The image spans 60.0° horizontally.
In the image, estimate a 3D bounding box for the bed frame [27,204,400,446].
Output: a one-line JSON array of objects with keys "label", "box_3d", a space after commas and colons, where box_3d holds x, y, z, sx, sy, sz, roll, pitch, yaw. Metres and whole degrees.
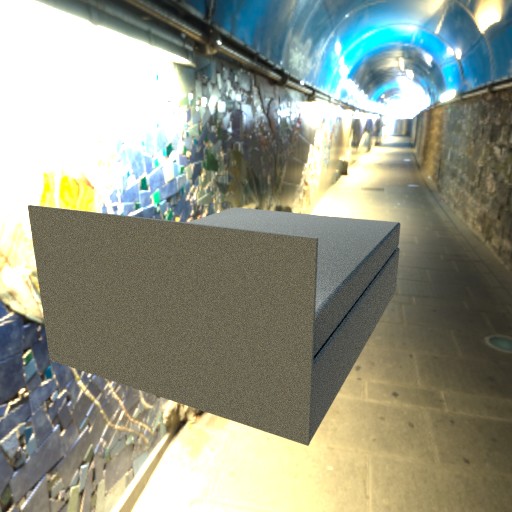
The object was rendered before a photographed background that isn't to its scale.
[{"label": "bed frame", "box_3d": [0.000, 0.000, 2.662, 1.400, 0.800, 1.900, 8, 18, 26]}]
